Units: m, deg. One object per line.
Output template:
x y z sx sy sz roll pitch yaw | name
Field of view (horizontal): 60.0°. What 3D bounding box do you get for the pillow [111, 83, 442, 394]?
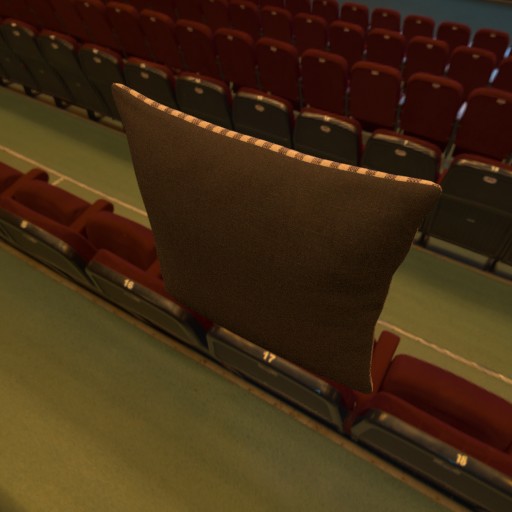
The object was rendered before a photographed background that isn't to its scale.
0.000 0.000 0.782 0.523 0.506 0.166 24 50 21 | pillow
